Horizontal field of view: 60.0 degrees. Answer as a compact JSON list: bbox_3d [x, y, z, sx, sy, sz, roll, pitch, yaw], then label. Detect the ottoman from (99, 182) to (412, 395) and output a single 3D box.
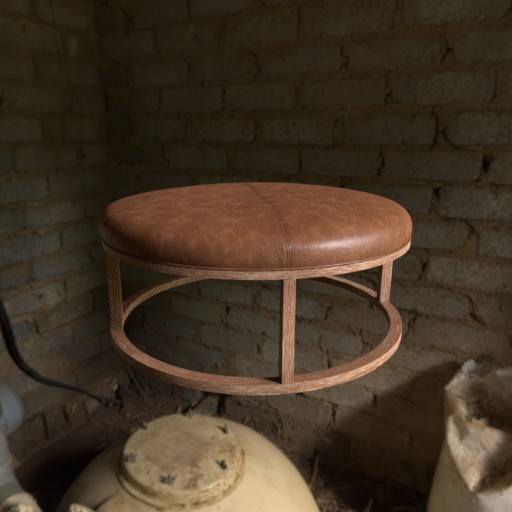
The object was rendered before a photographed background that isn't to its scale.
[{"bbox_3d":[0.000,0.000,1.532,1.006,0.445,1.006,0,16,0],"label":"ottoman"}]
